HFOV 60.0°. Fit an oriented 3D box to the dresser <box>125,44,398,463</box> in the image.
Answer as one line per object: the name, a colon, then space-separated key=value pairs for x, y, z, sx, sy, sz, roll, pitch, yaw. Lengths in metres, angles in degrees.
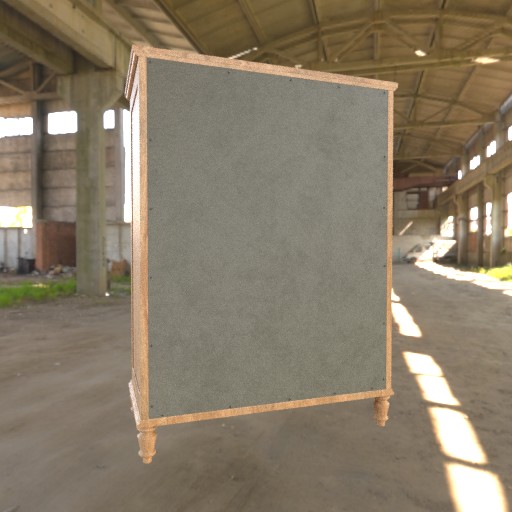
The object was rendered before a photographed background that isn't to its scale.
dresser: x=0.000 y=0.000 z=1.764 sx=0.973 sy=1.318 sz=0.484 roll=0 pitch=1 yaw=-19
